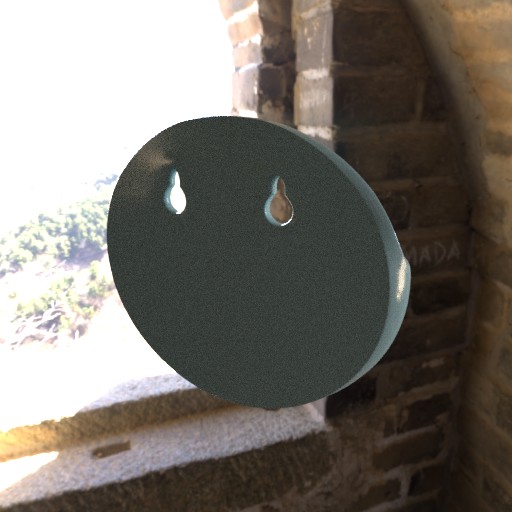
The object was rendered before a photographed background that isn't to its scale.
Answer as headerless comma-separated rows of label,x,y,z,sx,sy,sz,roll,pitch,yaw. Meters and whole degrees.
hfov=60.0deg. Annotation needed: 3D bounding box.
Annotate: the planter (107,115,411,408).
planter,0.000,0.000,0.272,0.189,0.164,0.073,9,19,27
